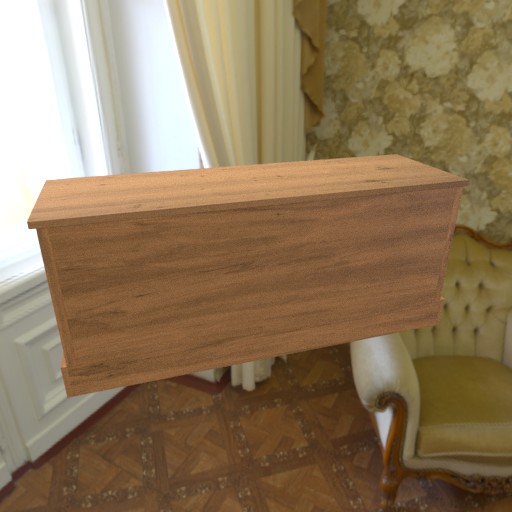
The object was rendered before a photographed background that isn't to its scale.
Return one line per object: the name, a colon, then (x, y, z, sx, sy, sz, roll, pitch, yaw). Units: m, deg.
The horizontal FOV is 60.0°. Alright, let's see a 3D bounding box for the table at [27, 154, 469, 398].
table: (0.000, 0.000, 1.435, 1.200, 0.510, 0.400, -7, 26, -16)
